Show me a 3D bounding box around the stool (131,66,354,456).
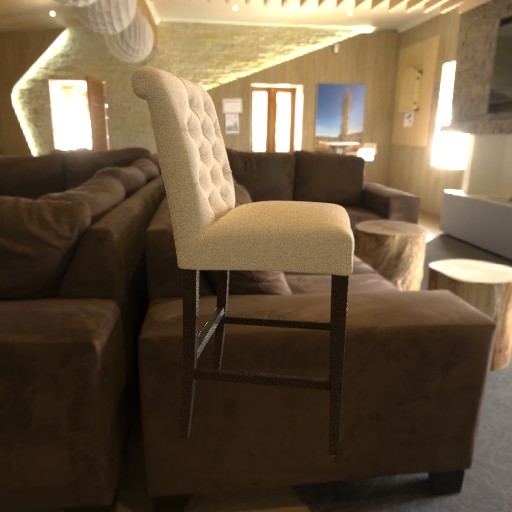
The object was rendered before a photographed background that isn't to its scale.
[{"bbox_3d":[0.000,0.000,1.461,0.610,1.118,0.482,2,15,9],"label":"stool"}]
